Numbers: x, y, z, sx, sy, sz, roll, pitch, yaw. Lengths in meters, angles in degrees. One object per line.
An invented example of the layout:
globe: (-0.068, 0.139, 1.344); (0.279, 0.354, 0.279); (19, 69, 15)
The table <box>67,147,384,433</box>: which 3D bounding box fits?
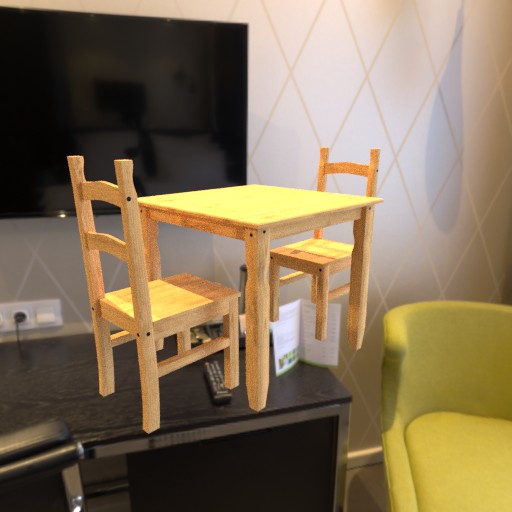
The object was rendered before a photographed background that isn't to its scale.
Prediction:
table: (0.000, 0.000, 2.056); (0.813, 0.942, 1.501); (15, 21, 42)
